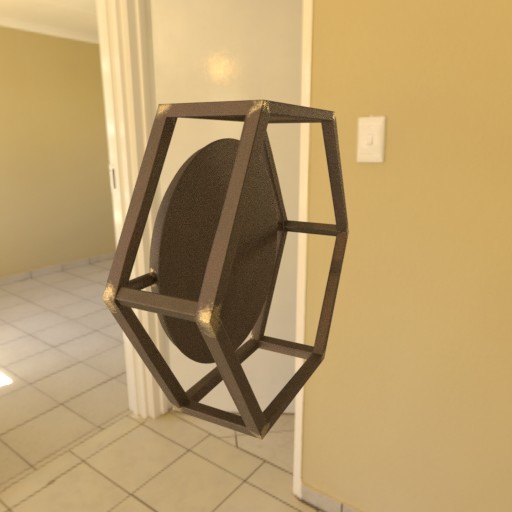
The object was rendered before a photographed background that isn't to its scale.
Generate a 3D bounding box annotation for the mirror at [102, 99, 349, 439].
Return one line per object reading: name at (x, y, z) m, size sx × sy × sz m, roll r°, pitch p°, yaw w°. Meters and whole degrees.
mirror at (0.000, 0.000, 0.527) m, size 0.119 × 0.334 × 0.380 m, roll 8°, pitch 17°, yaw 26°
